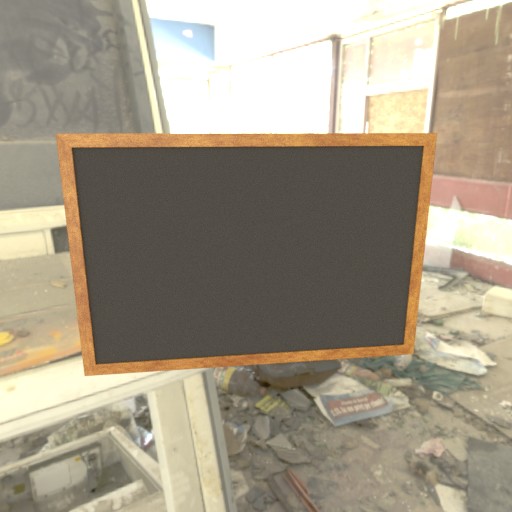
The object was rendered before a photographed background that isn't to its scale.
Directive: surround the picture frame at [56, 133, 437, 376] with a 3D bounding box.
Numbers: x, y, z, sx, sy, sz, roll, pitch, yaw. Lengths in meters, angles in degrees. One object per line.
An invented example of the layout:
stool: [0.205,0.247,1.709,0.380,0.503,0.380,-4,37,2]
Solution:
picture frame: [0.000,0.000,1.163,0.922,0.621,0.029,-2,16,-7]
